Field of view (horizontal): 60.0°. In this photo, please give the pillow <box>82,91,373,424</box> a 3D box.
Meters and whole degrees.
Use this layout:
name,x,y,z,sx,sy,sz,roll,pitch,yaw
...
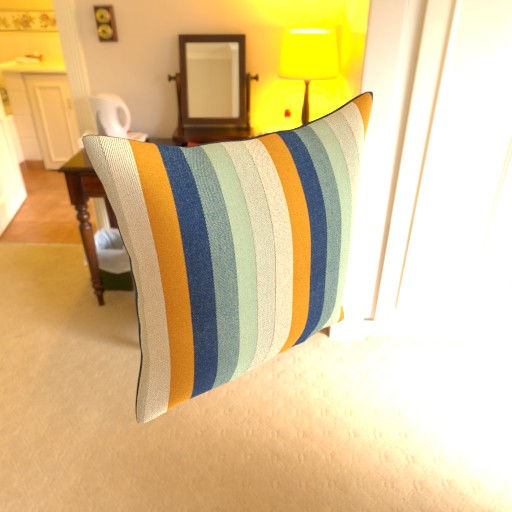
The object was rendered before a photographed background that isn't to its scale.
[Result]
name,x,y,z,sx,sy,sz,roll,pitch,yaw
pillow,0.000,0.000,0.706,0.463,0.454,0.173,-20,35,-31
